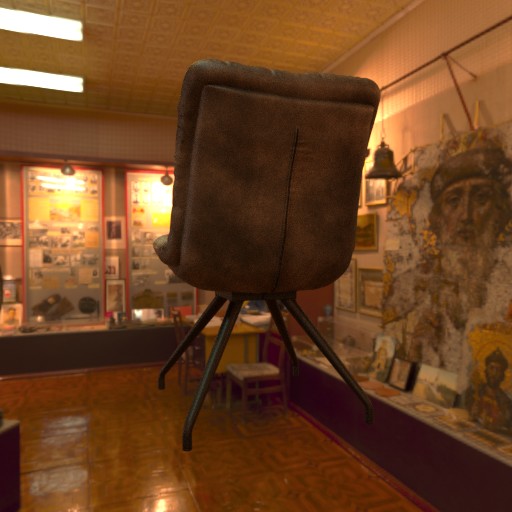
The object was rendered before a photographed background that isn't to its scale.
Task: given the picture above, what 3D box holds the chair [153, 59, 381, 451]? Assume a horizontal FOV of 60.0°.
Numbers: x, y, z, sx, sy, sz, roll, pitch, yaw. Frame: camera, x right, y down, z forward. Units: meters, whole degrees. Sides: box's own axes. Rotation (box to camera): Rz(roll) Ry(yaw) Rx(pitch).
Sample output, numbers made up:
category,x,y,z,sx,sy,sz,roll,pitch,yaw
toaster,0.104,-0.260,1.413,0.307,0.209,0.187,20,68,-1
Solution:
category,x,y,z,sx,sy,sz,roll,pitch,yaw
chair,0.000,0.000,1.281,0.549,0.870,0.622,0,1,-19
